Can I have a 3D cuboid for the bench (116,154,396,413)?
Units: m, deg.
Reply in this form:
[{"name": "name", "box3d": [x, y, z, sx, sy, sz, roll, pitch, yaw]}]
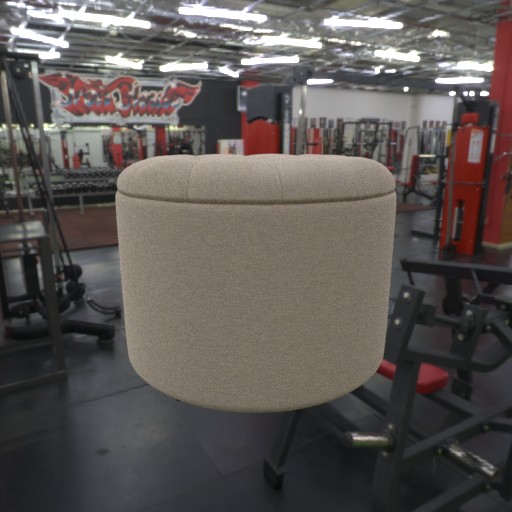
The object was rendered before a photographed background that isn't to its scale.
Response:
[{"name": "bench", "box3d": [0.000, 0.000, 1.023, 0.600, 0.454, 0.600, 0, 14, 0]}]
